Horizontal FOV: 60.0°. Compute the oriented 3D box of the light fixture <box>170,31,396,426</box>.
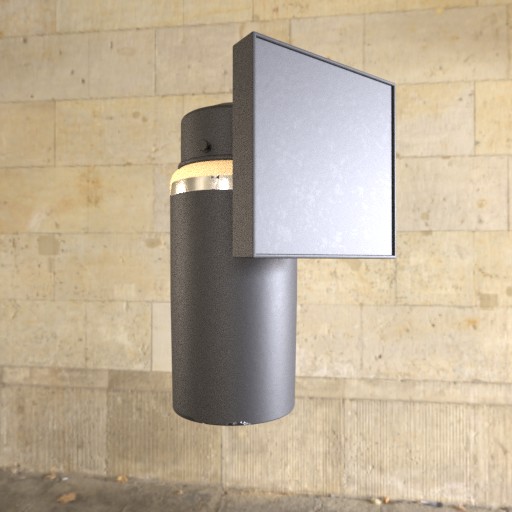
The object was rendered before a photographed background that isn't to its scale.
[{"bbox_3d":[0.000,0.000,0.361,0.130,0.257,0.176,0,-1,-36],"label":"light fixture"}]
